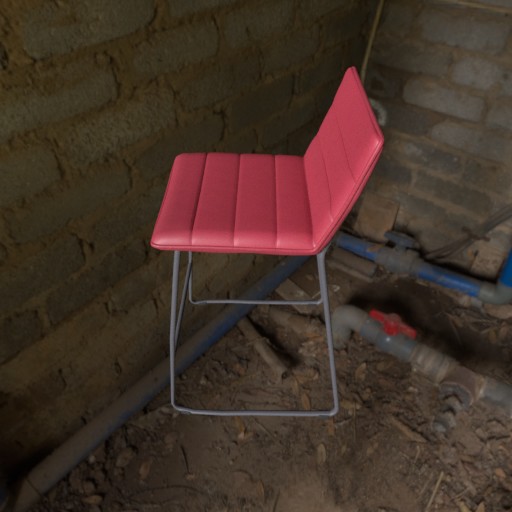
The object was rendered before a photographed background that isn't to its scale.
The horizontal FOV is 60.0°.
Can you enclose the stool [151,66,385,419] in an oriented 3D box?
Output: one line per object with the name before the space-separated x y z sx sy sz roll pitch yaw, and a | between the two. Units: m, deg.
stool | 0.000 0.000 1.260 0.524 0.937 0.489 1 43 1
